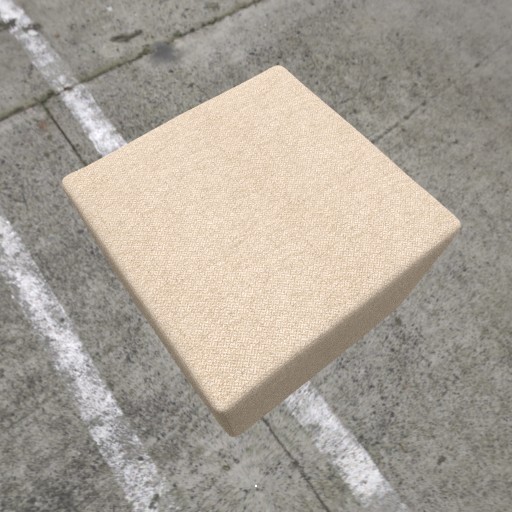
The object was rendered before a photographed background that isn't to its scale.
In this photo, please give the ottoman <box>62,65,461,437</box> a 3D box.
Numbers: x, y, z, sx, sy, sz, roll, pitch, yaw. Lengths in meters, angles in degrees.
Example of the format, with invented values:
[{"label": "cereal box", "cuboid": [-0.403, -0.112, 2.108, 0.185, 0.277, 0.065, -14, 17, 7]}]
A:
[{"label": "ottoman", "cuboid": [0.000, 0.000, 0.927, 0.508, 0.432, 0.508, -34, 68, -16]}]
